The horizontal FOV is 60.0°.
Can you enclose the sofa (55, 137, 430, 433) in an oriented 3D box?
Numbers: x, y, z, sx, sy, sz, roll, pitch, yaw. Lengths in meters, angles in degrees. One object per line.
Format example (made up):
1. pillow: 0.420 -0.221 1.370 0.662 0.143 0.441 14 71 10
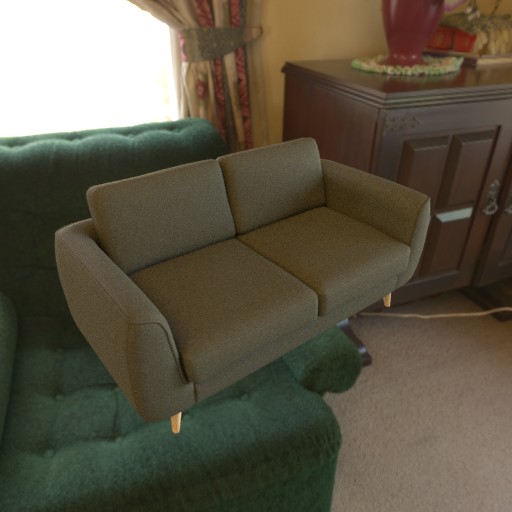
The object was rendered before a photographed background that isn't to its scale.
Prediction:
1. sofa: 0.000 0.000 2.210 1.700 0.850 0.920 -22 37 -32
